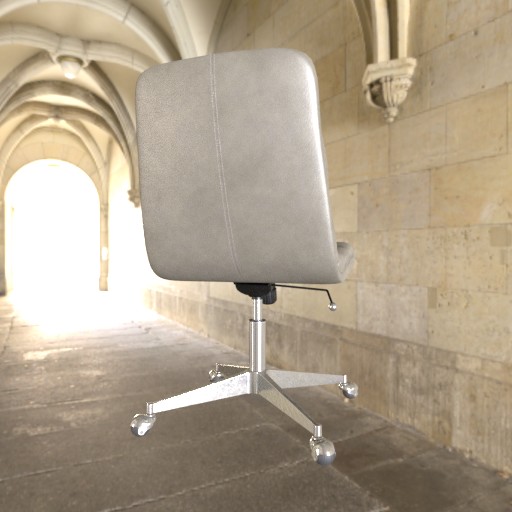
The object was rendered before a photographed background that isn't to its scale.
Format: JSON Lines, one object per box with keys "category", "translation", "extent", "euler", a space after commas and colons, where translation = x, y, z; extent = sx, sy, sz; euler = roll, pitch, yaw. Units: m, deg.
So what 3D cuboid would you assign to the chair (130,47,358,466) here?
{"category": "chair", "translation": [0.000, 0.000, 1.016], "extent": [0.422, 0.738, 0.485], "euler": [0, 0, 18]}
